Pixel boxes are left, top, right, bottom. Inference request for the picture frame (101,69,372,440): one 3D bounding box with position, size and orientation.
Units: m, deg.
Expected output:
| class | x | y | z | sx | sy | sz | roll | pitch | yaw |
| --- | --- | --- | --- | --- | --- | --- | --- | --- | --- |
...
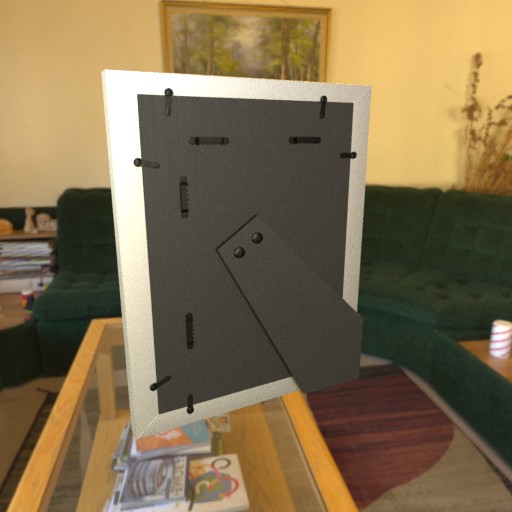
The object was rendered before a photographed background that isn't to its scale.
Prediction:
| class | x | y | z | sx | sy | sz | roll | pitch | yaw |
| --- | --- | --- | --- | --- | --- | --- | --- | --- | --- |
| picture frame | 0.000 | 0.000 | 0.517 | 0.307 | 0.386 | 0.036 | -8 | 17 | -26 |
